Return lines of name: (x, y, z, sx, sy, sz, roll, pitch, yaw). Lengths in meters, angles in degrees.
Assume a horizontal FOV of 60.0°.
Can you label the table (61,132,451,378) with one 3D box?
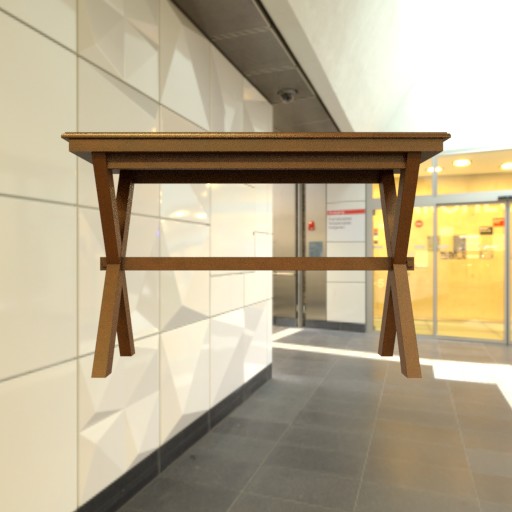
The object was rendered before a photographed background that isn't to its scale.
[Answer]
table: (0.000, 0.000, 1.561, 1.197, 0.763, 0.399, 0, 0, 0)
